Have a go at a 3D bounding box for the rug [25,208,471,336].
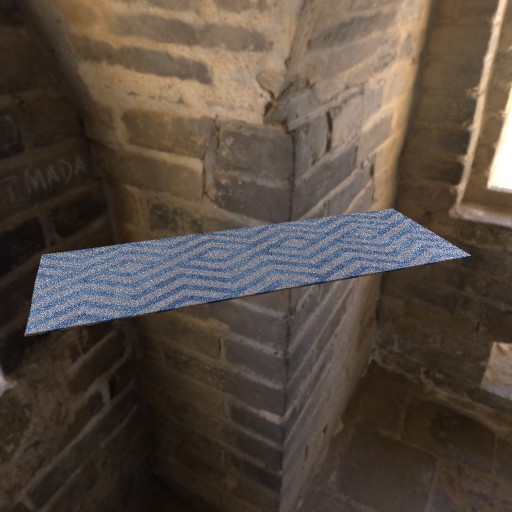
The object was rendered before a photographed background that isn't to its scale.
[{"bbox_3d":[0.000,0.000,1.622,1.492,0.007,0.503,-9,29,-16],"label":"rug"}]
